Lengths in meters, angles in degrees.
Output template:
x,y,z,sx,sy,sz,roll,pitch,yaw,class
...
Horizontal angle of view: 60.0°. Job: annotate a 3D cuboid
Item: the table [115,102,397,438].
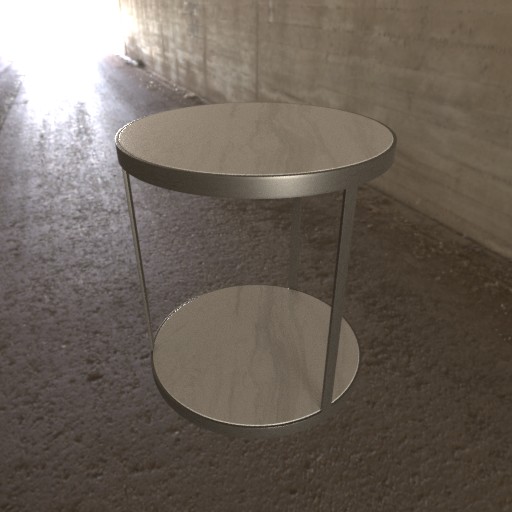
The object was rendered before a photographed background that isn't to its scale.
x,y,z,sx,sy,sz,roll,pitch,yaw,class
0.000,0.000,0.844,0.445,0.479,0.445,0,30,0,table
